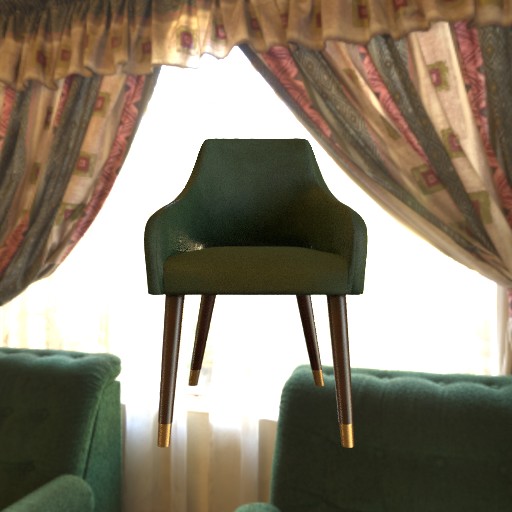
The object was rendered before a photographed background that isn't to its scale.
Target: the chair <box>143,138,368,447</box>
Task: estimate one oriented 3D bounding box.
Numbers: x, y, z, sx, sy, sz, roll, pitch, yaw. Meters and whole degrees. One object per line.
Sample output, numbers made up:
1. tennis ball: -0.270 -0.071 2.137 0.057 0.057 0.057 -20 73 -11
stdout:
1. chair: 0.000 0.000 1.643 0.683 1.081 0.794 0 0 0
